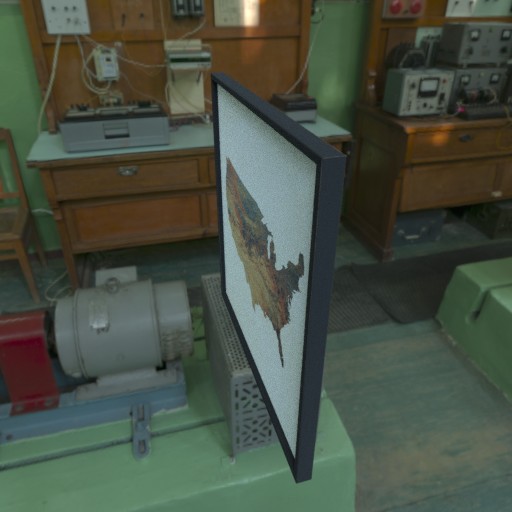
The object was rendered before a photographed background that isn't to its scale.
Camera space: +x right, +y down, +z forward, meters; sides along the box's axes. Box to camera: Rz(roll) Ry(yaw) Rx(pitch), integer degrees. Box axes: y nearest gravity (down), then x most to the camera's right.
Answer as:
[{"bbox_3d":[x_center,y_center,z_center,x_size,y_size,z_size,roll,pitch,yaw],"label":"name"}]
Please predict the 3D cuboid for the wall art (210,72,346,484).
[{"bbox_3d":[0.000,0.000,1.127,0.038,0.762,0.762,-9,32,-14],"label":"wall art"}]
